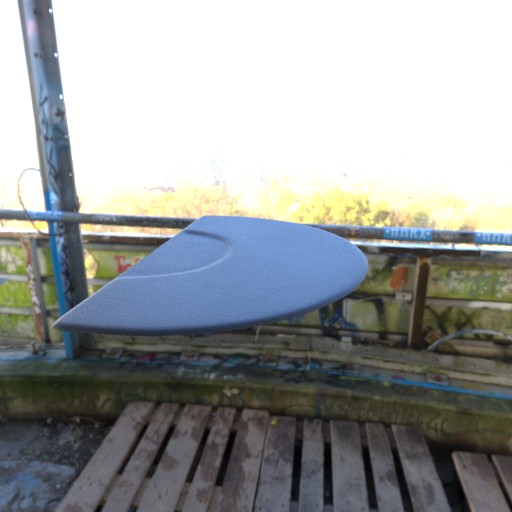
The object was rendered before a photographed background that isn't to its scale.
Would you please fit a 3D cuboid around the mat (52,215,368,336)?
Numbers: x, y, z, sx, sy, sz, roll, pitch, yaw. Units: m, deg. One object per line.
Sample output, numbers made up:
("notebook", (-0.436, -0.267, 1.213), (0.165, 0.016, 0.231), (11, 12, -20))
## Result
("mat", (0.000, 0.000, 1.860), (0.917, 0.016, 1.525), (3, 17, 9))
